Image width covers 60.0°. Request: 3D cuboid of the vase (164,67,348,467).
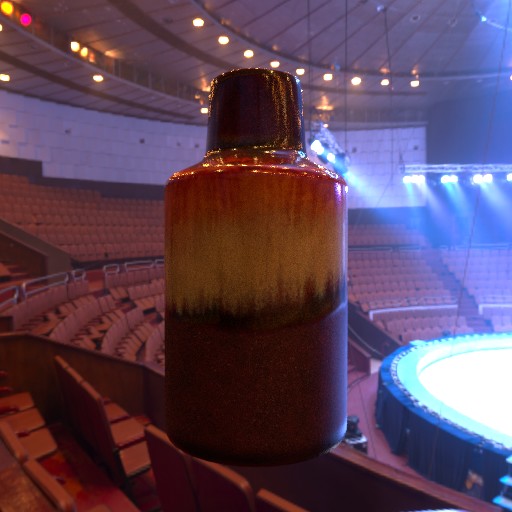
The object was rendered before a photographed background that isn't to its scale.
[{"bbox_3d":[0.000,0.000,0.266,0.108,0.204,0.108,0,1,0],"label":"vase"}]
